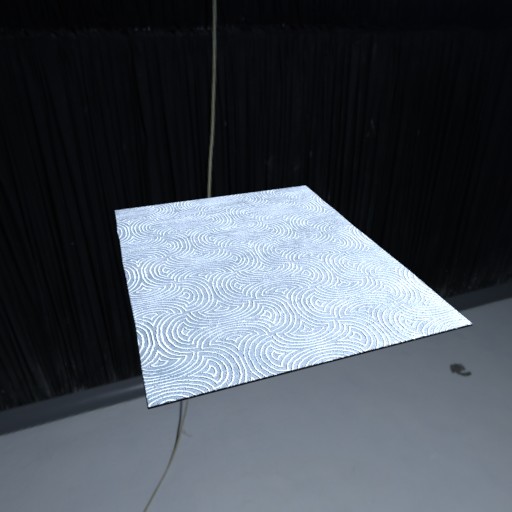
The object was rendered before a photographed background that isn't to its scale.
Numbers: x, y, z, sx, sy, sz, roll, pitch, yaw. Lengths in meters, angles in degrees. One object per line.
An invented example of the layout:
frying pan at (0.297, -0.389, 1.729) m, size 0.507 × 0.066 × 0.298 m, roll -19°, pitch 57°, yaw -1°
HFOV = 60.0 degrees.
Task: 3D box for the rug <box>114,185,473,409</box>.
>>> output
rug at (0.000, 0.000, 4.266) m, size 2.456 × 0.021 × 3.042 m, roll -10°, pitch 32°, yaw -16°
